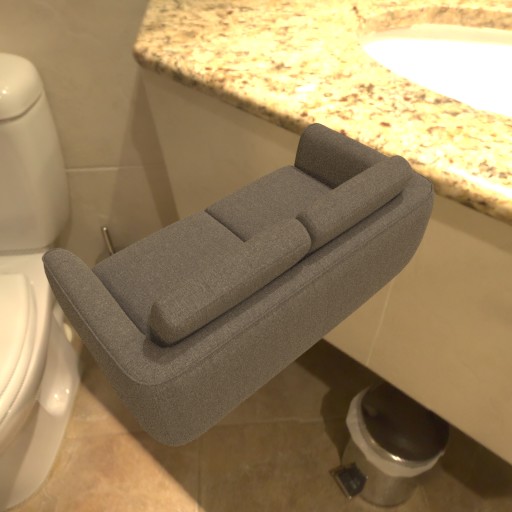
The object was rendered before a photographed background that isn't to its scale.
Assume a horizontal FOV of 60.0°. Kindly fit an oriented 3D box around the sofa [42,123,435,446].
[{"bbox_3d":[0.000,0.000,2.131,1.700,0.870,0.920,-32,54,-27],"label":"sofa"}]
